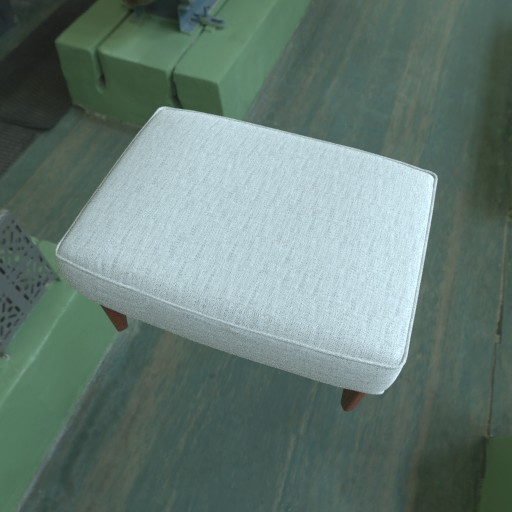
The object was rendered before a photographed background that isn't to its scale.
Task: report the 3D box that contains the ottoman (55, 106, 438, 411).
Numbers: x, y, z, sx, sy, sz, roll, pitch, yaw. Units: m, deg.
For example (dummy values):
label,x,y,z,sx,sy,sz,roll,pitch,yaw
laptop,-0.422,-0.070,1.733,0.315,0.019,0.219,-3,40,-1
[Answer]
label,x,y,z,sx,sy,sz,roll,pitch,yaw
ottoman,0.000,0.000,1.181,0.794,0.465,0.594,17,59,10
